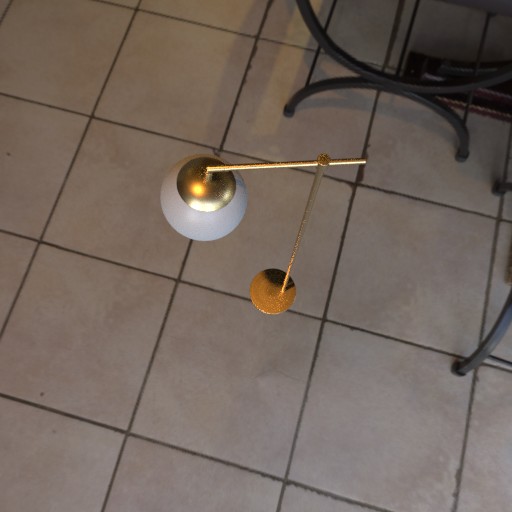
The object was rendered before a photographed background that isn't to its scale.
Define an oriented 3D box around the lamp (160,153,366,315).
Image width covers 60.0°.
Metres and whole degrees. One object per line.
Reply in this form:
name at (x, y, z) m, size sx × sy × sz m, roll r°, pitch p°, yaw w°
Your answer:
lamp at (0.000, 0.000, 1.672) m, size 0.476 × 1.505 × 0.249 m, roll -3°, pitch 75°, yaw -1°
